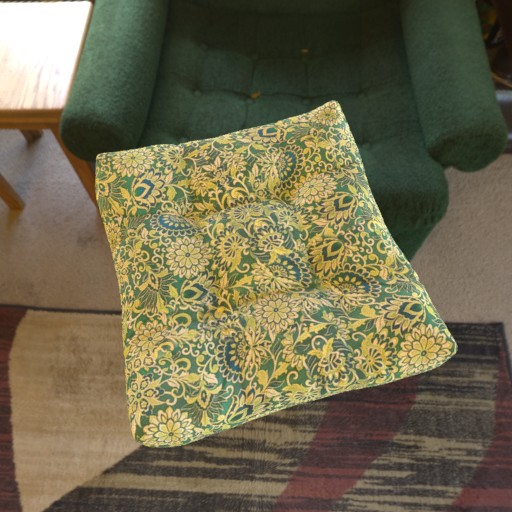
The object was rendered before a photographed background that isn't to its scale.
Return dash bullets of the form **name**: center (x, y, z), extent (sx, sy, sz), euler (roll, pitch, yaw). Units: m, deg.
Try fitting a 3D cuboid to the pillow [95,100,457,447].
- **pillow**: center (0.000, 0.000, 0.720), extent (0.468, 0.128, 0.490), euler (-14, 65, -7)
